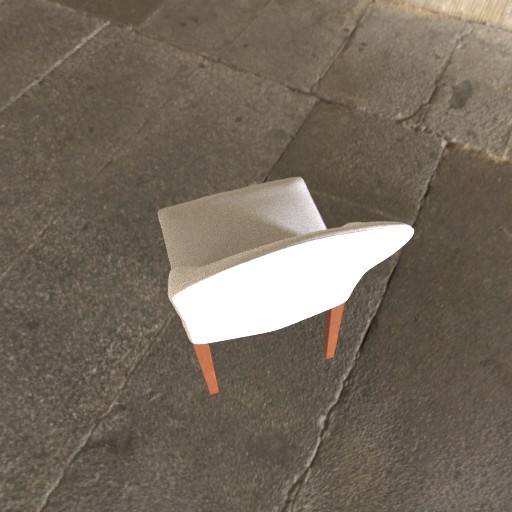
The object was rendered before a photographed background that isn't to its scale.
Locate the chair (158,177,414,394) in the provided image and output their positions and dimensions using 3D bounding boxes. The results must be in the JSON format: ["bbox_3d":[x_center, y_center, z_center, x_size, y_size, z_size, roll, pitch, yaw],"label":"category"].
[{"bbox_3d":[0.000,0.000,1.226,0.472,0.893,0.540,-15,59,-9],"label":"chair"}]
